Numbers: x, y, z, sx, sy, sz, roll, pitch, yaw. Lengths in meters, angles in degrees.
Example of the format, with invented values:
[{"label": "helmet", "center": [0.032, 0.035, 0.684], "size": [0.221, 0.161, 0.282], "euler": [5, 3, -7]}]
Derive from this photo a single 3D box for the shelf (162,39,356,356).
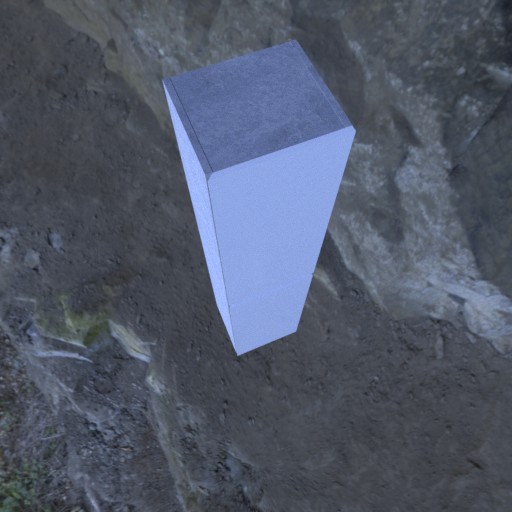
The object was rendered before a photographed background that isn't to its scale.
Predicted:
[{"label": "shelf", "center": [0.000, 0.000, 1.505], "size": [0.300, 1.400, 0.270], "euler": [-21, 66, -10]}]
